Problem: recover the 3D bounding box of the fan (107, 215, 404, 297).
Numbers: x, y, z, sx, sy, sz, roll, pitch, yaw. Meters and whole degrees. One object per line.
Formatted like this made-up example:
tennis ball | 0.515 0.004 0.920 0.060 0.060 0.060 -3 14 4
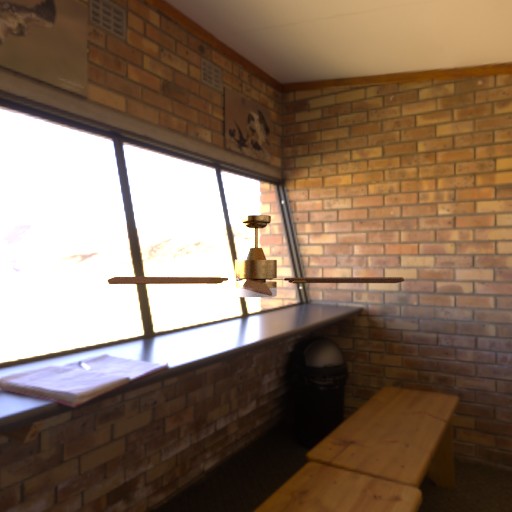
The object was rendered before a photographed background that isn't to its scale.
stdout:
fan | 0.000 0.000 1.975 1.320 0.355 1.320 0 0 0
